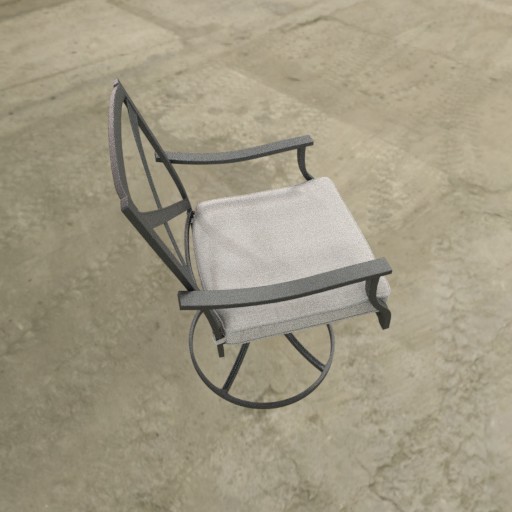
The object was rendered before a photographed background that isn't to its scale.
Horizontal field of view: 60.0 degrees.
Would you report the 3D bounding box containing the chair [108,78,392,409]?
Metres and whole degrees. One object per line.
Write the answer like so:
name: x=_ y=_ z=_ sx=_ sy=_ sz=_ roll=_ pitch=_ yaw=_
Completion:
chair: x=0.000 y=0.000 z=1.272 sx=0.620 sy=0.889 sz=0.575 roll=-10 pitch=48 yaw=-10
